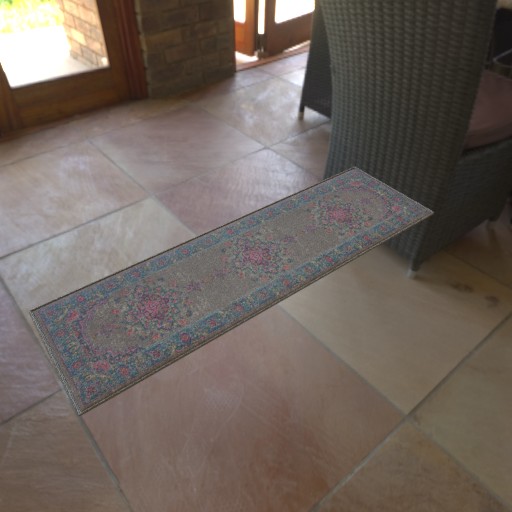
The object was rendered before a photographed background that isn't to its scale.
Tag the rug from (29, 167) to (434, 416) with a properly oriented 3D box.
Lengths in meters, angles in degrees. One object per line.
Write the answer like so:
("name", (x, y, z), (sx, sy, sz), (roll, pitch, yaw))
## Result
("rug", (0.000, 0.000, 1.985), (1.827, 0.012, 0.553), (-26, 48, -26))
